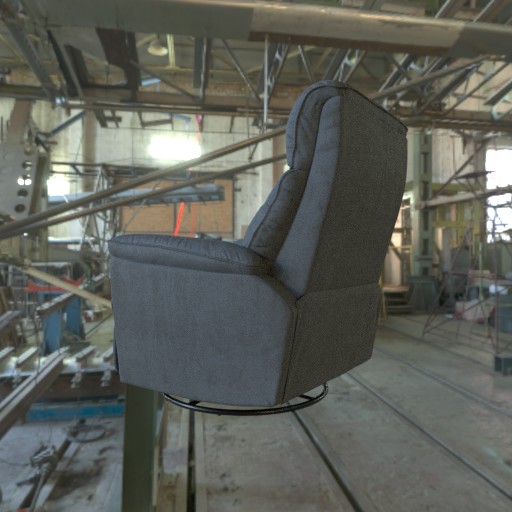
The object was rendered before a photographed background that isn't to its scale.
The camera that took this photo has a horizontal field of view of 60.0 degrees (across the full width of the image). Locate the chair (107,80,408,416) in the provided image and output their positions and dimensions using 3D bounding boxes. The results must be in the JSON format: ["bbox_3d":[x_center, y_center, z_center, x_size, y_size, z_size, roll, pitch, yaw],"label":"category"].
[{"bbox_3d":[0.000,0.000,1.714,1.004,1.037,0.820,0,0,36],"label":"chair"}]
